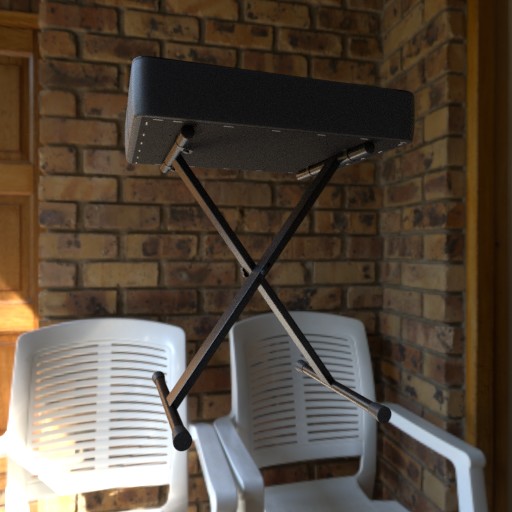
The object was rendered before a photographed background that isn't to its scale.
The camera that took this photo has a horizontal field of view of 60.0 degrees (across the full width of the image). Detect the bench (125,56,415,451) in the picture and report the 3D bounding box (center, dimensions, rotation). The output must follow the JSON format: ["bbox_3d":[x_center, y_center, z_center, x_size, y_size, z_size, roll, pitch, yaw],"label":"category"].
[{"bbox_3d":[0.000,0.000,0.763,0.424,0.500,0.321,0,0,-18],"label":"bench"}]
